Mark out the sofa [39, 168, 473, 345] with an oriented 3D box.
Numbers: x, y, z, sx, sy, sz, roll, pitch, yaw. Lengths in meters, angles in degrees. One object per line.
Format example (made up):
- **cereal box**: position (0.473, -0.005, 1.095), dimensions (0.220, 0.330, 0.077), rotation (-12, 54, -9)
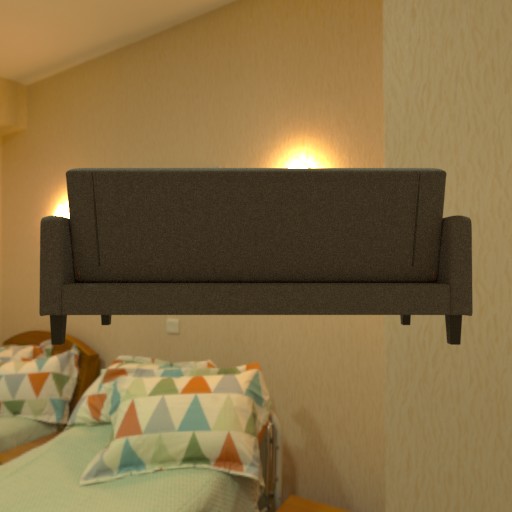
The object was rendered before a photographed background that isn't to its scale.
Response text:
- **sofa**: position (0.000, 0.000, 2.454), dimensions (2.040, 0.850, 0.810), rotation (0, -1, 0)
